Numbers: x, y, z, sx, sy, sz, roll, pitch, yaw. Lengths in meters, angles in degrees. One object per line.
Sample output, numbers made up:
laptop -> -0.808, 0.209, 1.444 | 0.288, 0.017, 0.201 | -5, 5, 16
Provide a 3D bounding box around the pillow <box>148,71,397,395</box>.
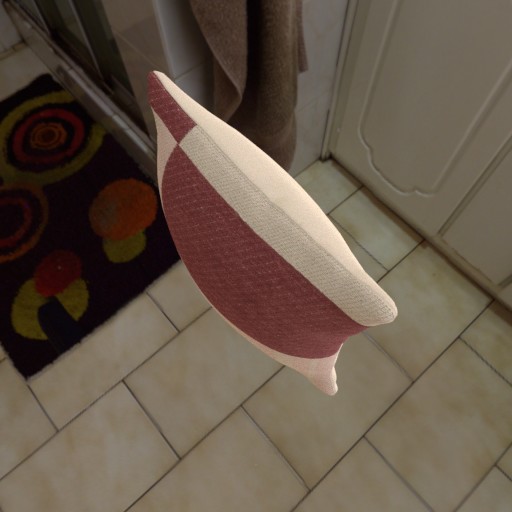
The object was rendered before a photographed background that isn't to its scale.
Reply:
pillow -> 0.000, 0.000, 0.809 | 0.229, 0.506, 0.536 | -36, 70, -16
